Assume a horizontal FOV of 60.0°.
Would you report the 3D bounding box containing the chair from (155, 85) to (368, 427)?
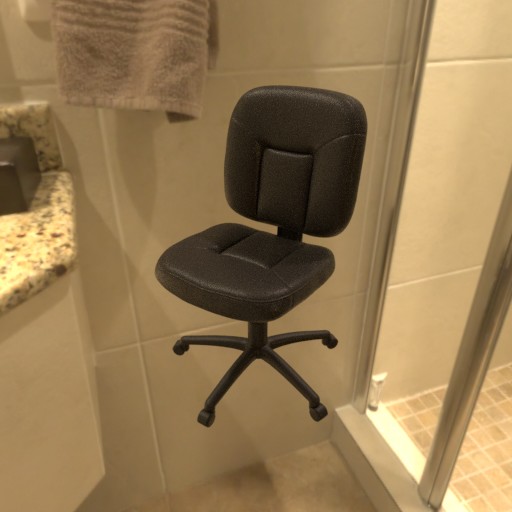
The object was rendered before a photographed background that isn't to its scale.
[{"bbox_3d":[0.000,0.000,1.422,0.647,0.959,0.646,17,33,28],"label":"chair"}]
